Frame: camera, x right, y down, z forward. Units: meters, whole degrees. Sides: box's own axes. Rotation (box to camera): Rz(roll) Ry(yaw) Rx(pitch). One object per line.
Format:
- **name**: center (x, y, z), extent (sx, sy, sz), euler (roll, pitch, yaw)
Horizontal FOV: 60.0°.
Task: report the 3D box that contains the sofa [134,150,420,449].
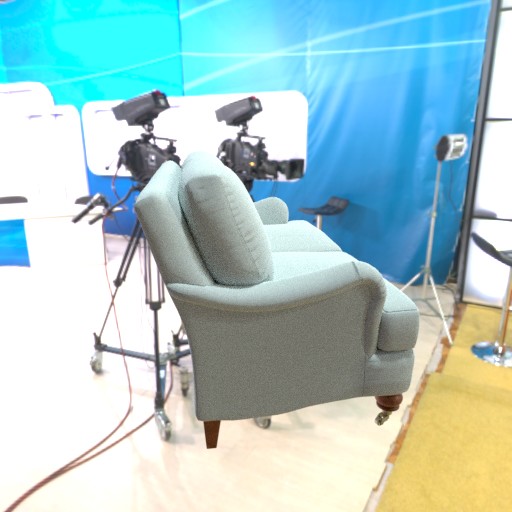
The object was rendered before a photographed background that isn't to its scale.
- **sofa**: center (0.000, 0.000, 2.497), extent (1.084, 1.101, 1.853), euler (-2, 16, -8)
